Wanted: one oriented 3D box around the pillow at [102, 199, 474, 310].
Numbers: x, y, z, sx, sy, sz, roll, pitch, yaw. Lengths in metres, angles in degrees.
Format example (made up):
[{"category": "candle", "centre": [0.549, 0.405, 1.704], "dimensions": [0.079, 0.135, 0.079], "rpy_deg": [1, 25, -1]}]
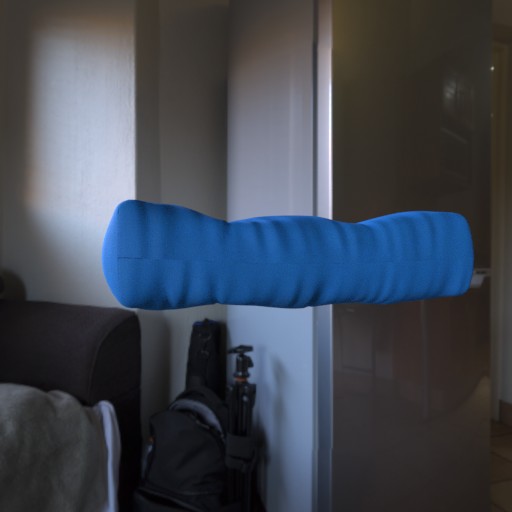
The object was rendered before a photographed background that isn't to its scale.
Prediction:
[{"category": "pillow", "centre": [0.000, 0.000, 0.731], "dimensions": [0.468, 0.128, 0.490], "rpy_deg": [0, 1, -17]}]
